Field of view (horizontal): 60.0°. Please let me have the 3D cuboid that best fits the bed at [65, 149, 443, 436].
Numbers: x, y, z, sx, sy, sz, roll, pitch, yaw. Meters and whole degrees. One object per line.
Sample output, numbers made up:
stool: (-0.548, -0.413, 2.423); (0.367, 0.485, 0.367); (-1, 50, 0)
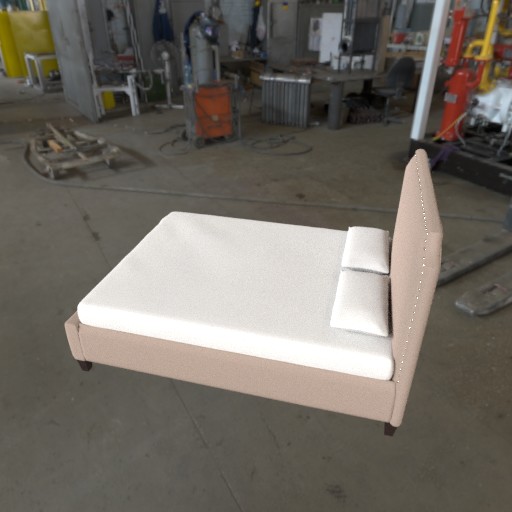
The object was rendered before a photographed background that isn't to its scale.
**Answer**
bed: (0.000, 0.000, 3.423); (2.372, 1.443, 1.713); (8, 32, 13)
